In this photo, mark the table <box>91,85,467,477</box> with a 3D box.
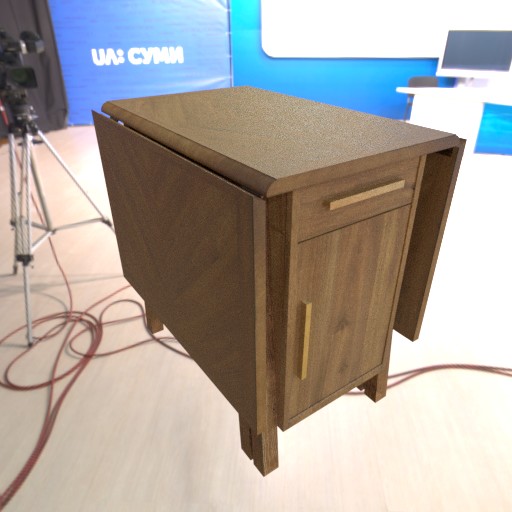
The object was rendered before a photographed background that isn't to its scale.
[{"bbox_3d":[0.000,0.000,1.584,0.701,0.981,0.967,-19,35,-30],"label":"table"}]
